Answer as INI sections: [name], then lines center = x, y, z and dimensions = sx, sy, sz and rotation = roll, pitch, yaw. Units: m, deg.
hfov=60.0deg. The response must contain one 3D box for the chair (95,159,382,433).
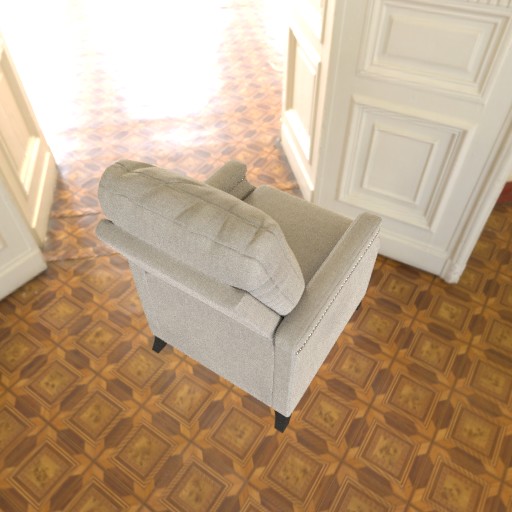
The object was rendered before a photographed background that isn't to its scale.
[chair]
center = 0.000, 0.000, 1.678
dimensions = 0.710, 1.049, 0.922
rotation = 26, 52, 22
